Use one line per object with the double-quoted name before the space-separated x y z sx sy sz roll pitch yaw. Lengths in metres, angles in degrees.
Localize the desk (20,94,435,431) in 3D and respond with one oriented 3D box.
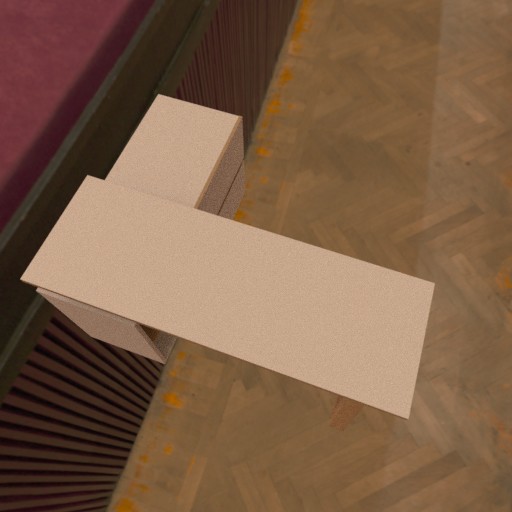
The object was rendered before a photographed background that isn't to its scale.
"desk" 0.000 0.000 2.051 1.404 0.755 1.098 18 65 9
